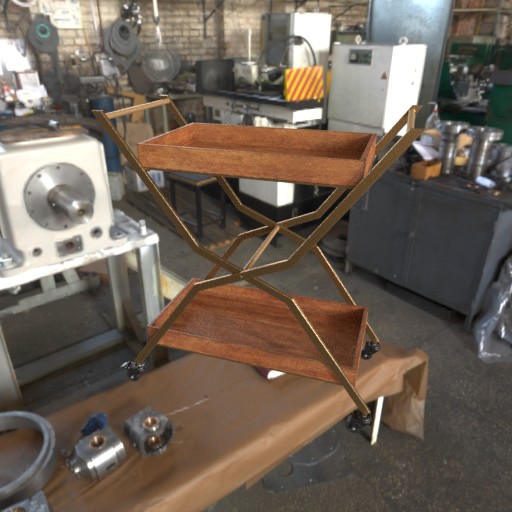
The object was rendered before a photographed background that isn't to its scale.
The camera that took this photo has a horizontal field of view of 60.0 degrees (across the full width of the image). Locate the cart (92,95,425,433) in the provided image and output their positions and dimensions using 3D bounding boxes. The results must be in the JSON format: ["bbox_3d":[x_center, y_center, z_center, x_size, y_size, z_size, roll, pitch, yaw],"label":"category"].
[{"bbox_3d":[0.000,0.000,1.357,0.836,0.869,0.405,8,27,16],"label":"cart"}]
